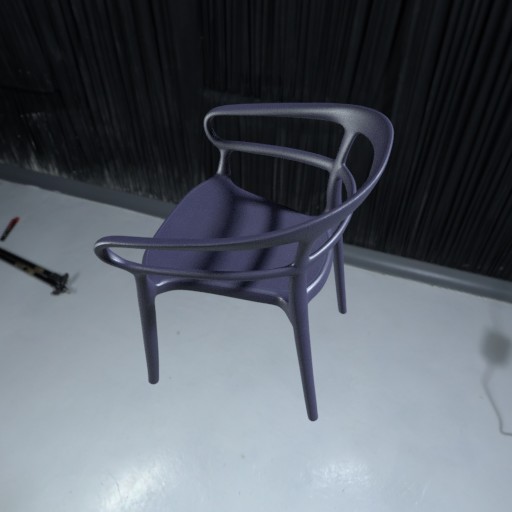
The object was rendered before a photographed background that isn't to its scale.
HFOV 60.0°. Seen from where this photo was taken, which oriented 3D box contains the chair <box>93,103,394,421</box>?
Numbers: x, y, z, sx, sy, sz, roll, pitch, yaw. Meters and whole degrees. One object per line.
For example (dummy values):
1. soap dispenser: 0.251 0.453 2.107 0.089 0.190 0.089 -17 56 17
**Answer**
1. chair: 0.000 0.000 1.149 0.527 0.761 0.559 15 48 13
